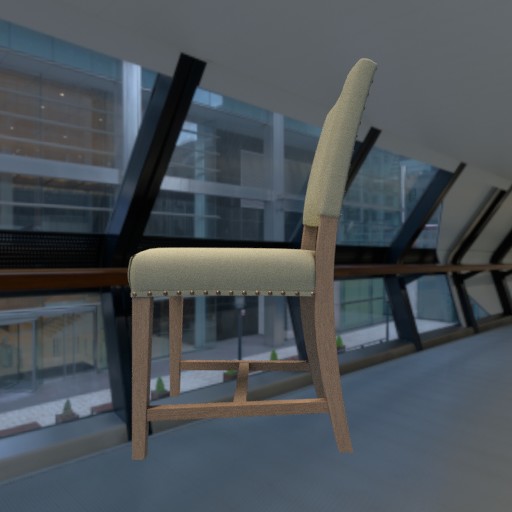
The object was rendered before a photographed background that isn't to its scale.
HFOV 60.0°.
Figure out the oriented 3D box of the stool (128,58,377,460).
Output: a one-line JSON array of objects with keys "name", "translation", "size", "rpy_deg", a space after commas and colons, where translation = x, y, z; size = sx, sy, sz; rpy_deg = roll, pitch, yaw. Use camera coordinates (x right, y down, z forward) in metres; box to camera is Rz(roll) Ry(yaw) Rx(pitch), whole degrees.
[{"name": "stool", "translation": [0.000, 0.000, 1.318], "size": [0.623, 0.986, 0.508], "rpy_deg": [0, 1, 0]}]
